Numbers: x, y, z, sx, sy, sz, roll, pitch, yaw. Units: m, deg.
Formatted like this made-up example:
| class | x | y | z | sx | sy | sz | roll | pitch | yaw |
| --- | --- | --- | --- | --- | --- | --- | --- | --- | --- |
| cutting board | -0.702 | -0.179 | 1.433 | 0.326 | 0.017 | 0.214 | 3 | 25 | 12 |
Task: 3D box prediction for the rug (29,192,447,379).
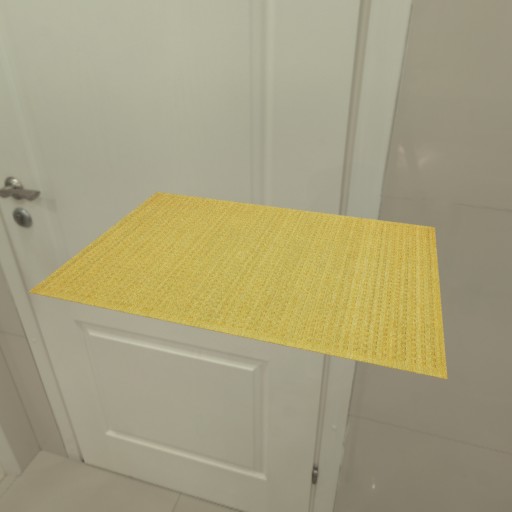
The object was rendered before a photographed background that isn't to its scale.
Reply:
| class | x | y | z | sx | sy | sz | roll | pitch | yaw |
| --- | --- | --- | --- | --- | --- | --- | --- | --- | --- |
| rug | 0.000 | 0.000 | 3.709 | 2.895 | 0.006 | 1.981 | 9 | 32 | 15 |
